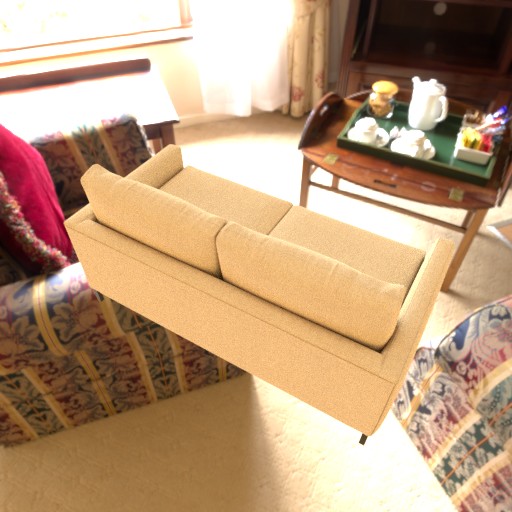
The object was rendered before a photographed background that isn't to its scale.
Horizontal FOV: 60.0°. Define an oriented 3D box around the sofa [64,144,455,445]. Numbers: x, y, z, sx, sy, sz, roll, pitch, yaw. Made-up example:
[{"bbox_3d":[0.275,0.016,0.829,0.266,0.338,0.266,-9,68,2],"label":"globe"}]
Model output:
[{"bbox_3d":[0.000,0.000,2.155,1.651,0.812,0.839,23,50,21],"label":"sofa"}]
